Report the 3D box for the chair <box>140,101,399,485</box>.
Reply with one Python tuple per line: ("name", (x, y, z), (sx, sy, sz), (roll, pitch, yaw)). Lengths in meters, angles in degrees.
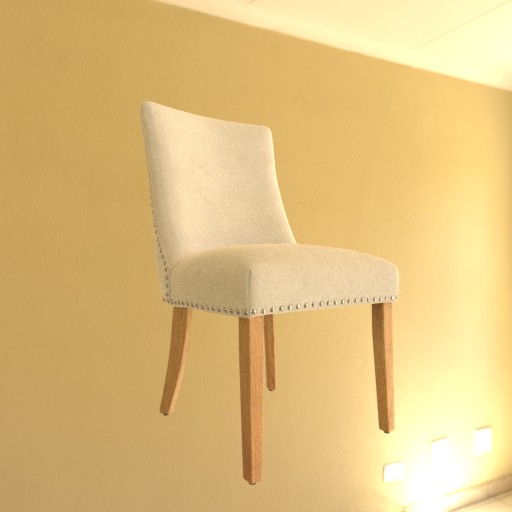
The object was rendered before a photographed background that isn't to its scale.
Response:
("chair", (0.000, 0.000, 1.229), (0.495, 0.902, 0.610), (0, 0, -36))
